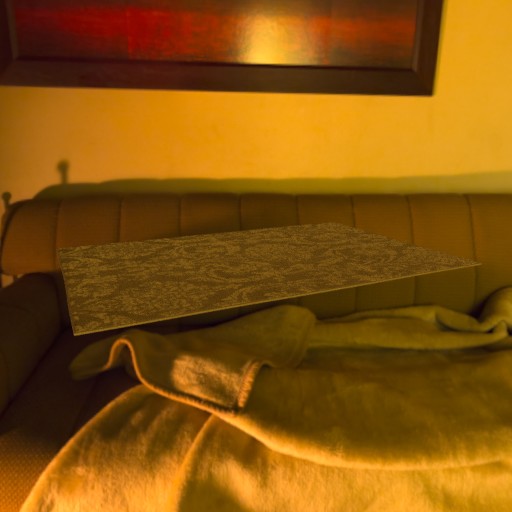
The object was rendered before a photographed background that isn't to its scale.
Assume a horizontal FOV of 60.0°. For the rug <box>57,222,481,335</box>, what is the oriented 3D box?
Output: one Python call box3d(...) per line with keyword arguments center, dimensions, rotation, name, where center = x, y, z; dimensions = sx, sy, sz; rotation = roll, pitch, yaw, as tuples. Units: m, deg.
box3d(center=(0.000, 0.000, 2.268), dimensions=(1.824, 0.012, 1.206), rotation=(-7, 16, -25), name="rug")
